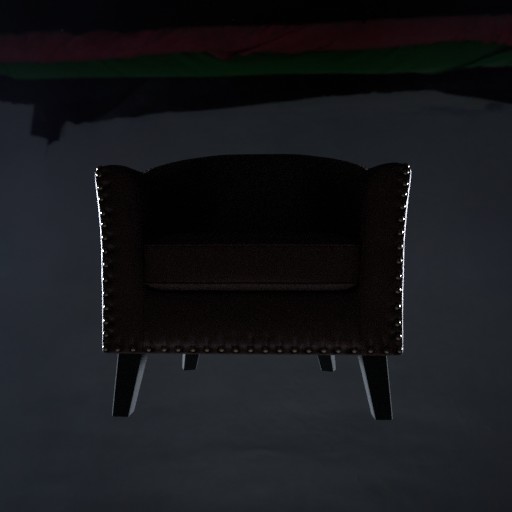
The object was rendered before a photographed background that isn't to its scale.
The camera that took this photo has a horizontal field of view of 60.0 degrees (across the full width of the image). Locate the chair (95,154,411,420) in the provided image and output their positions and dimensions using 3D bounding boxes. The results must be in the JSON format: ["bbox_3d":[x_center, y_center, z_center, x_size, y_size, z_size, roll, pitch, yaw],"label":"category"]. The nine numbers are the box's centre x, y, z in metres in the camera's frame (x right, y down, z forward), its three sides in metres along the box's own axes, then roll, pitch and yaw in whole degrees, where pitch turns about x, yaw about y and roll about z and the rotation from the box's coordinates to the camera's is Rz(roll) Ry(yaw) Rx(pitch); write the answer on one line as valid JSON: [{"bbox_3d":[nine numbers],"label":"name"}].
[{"bbox_3d":[0.000,0.000,1.430,0.794,0.823,0.748,0,-2,2],"label":"chair"}]
